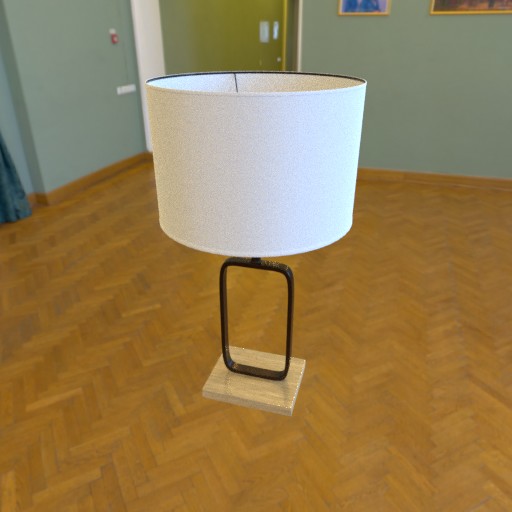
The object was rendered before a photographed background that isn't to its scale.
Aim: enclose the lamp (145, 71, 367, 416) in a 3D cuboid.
[{"bbox_3d":[0.000,0.000,0.684,0.279,0.508,0.279,7,28,14],"label":"lamp"}]
